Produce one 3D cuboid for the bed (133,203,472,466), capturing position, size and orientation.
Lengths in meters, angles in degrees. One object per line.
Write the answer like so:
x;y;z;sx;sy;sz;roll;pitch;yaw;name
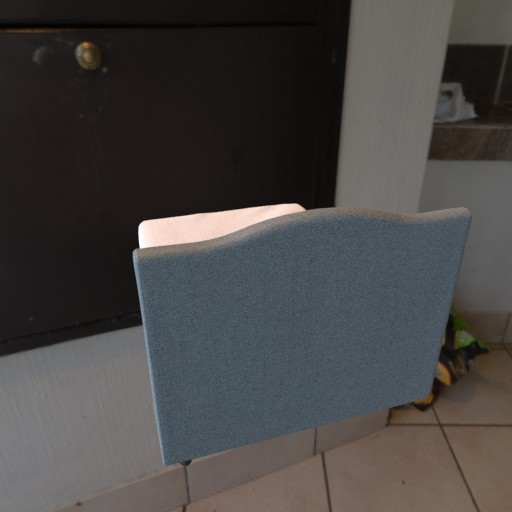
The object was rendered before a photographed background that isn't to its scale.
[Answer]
0.000;0.000;3.286;1.753;1.460;2.143;-8;28;-16;bed
